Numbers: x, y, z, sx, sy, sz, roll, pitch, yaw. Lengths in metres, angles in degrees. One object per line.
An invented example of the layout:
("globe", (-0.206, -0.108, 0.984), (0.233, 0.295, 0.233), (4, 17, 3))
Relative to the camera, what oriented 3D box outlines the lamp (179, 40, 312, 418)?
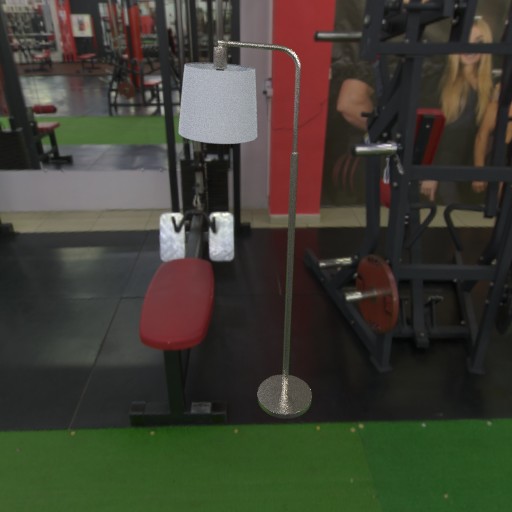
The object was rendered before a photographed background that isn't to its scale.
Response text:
("lamp", (0.000, 0.000, 1.685), (0.508, 1.478, 0.254), (0, 28, 0))
